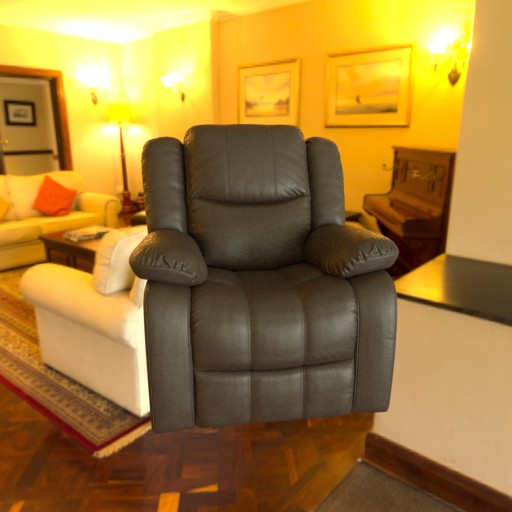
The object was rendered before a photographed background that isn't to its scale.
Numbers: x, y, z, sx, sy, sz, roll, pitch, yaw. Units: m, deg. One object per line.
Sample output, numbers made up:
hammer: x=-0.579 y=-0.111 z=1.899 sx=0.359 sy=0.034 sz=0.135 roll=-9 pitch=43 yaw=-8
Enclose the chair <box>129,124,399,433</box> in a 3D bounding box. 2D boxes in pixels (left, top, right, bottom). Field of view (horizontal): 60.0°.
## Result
chair: x=0.000 y=0.000 z=1.747 sx=0.899 sy=1.009 sz=0.934 roll=-2 pitch=16 yaw=-8
